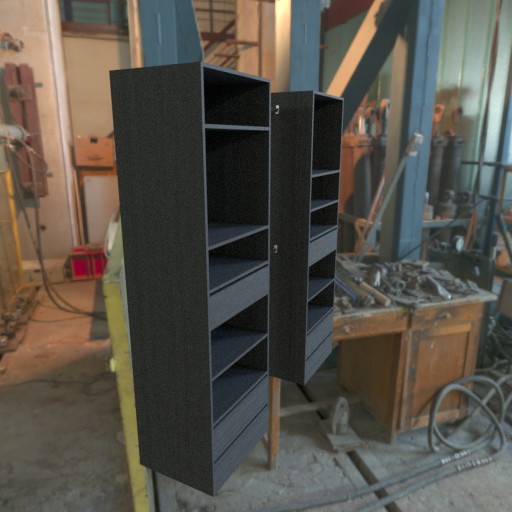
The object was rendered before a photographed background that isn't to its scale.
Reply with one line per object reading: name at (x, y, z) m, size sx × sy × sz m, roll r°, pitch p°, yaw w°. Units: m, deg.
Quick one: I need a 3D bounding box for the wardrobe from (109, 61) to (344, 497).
wardrobe at (0.000, 0.000, 2.804) m, size 0.480 × 2.000 × 1.770 m, roll 8°, pitch 17°, yaw 27°
